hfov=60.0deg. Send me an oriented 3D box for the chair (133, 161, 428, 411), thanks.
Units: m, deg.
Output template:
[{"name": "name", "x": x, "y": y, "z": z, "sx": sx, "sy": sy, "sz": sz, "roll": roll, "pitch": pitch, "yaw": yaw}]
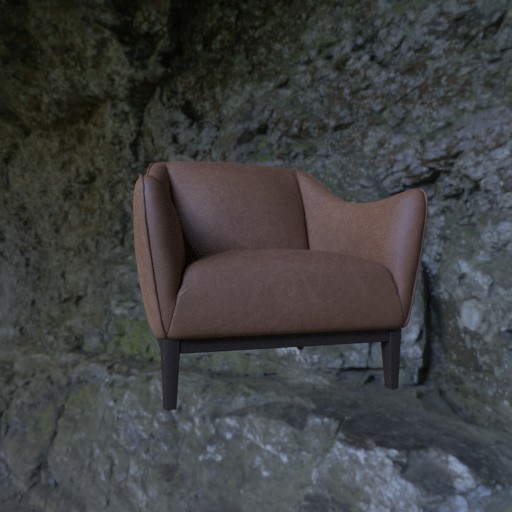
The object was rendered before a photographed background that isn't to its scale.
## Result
[{"name": "chair", "x": 0.000, "y": 0.000, "z": 1.613, "sx": 0.871, "sy": 0.830, "sz": 0.852, "roll": 0, "pitch": -1, "yaw": -16}]
